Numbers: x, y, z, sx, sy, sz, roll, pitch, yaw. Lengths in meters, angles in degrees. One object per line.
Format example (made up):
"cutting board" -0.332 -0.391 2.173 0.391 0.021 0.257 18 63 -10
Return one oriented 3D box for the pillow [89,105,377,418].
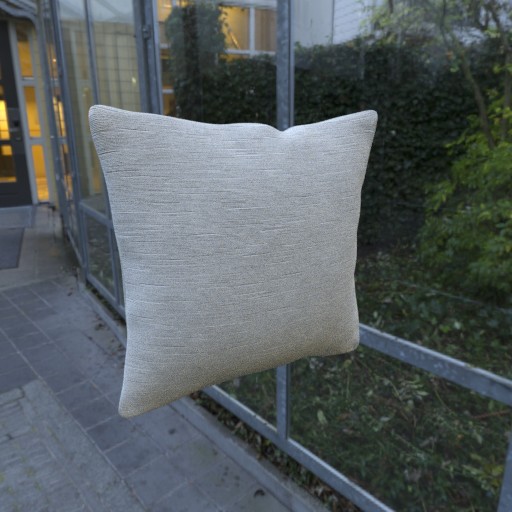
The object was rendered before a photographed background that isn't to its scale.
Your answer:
"pillow" 0.000 0.000 0.661 0.437 0.420 0.162 -9 18 -28
